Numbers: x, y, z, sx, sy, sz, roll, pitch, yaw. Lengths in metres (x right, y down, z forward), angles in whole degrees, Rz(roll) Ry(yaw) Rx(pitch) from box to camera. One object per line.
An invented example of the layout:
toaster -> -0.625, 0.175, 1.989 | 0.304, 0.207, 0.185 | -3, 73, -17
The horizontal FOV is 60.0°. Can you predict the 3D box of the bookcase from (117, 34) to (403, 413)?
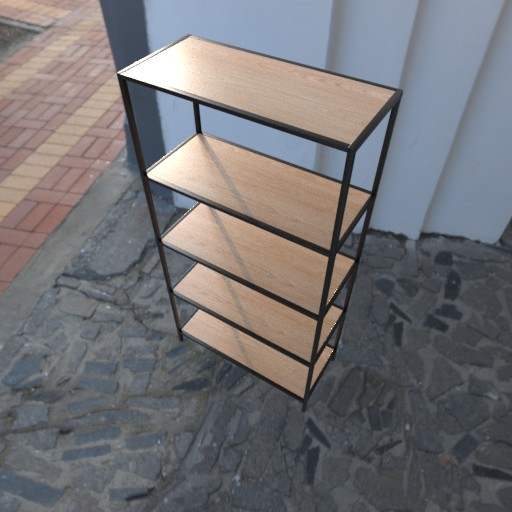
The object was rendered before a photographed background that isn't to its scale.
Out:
bookcase -> 0.000, 0.000, 1.843 | 0.770, 1.500, 0.350 | 24, 52, 21
